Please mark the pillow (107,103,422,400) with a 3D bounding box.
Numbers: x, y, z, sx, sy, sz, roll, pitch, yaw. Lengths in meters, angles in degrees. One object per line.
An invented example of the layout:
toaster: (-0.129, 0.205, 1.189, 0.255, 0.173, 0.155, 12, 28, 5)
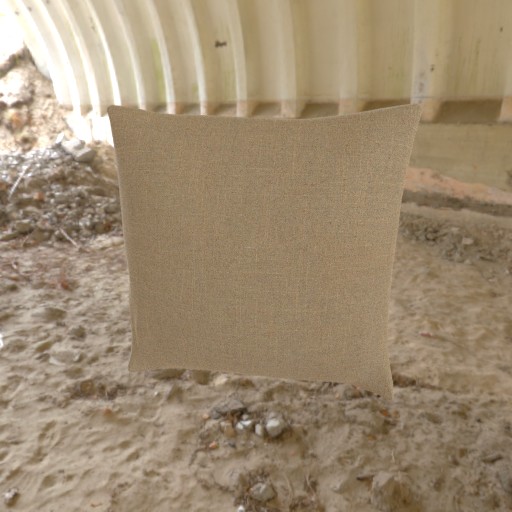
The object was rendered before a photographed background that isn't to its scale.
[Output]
pillow: (0.000, 0.000, 0.757, 0.496, 0.491, 0.219, 3, 18, 9)
